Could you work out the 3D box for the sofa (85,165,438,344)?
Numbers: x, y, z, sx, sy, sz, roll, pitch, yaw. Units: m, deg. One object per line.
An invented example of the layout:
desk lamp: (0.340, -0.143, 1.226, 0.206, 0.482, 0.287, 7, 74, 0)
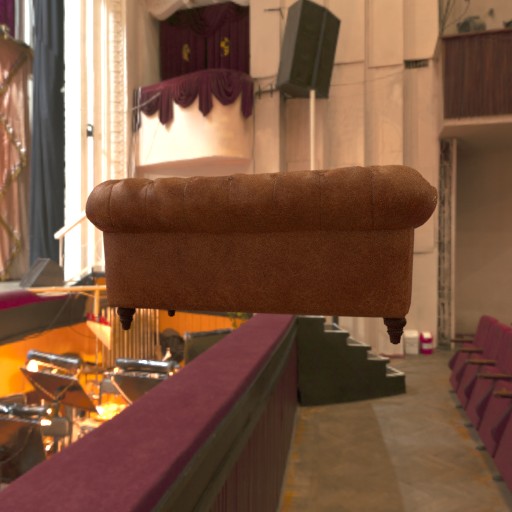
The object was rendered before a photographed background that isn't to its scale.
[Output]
sofa: (0.000, 0.000, 2.595, 1.979, 0.877, 1.042, 0, 0, 16)
